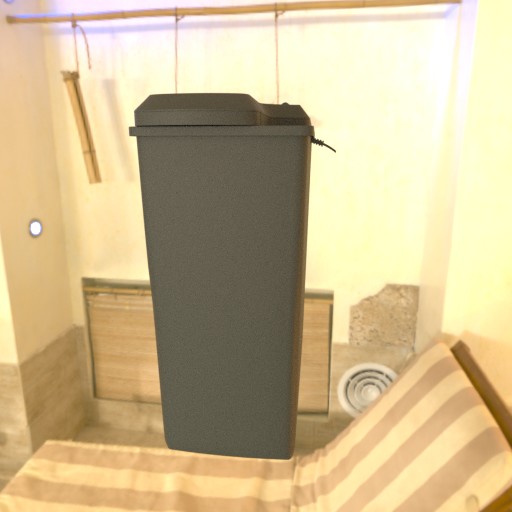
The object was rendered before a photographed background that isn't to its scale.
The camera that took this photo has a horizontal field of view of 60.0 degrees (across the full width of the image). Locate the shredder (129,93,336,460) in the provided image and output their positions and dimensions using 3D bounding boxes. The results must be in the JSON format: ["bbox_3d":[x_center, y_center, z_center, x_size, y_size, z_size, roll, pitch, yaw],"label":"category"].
[{"bbox_3d":[0.000,0.000,0.510,0.170,0.335,0.320,2,14,7],"label":"shredder"}]
